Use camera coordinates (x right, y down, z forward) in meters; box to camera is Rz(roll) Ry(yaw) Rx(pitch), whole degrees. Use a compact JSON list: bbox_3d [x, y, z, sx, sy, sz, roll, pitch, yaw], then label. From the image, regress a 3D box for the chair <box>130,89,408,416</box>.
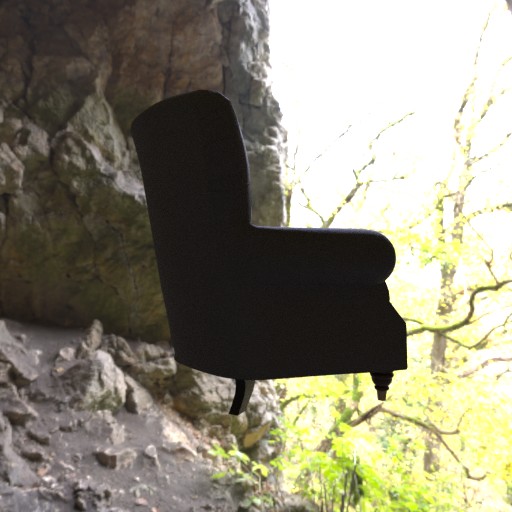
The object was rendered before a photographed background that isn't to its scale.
[{"bbox_3d":[0.000,0.000,1.807,0.983,1.046,0.983,0,0,-17],"label":"chair"}]
